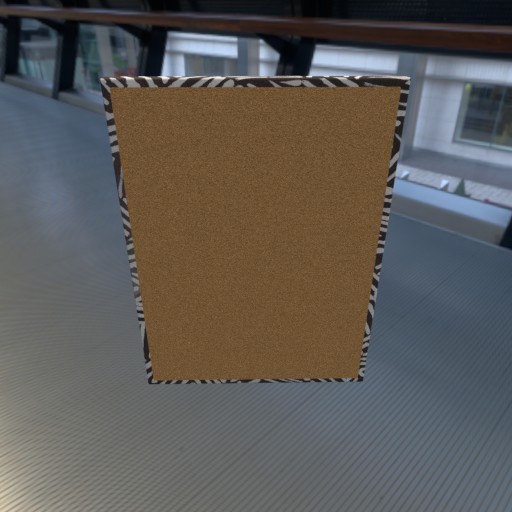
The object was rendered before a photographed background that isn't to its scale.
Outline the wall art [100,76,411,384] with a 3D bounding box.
[{"bbox_3d":[0.000,0.000,1.348,0.765,1.017,0.038,0,29,-1],"label":"wall art"}]
